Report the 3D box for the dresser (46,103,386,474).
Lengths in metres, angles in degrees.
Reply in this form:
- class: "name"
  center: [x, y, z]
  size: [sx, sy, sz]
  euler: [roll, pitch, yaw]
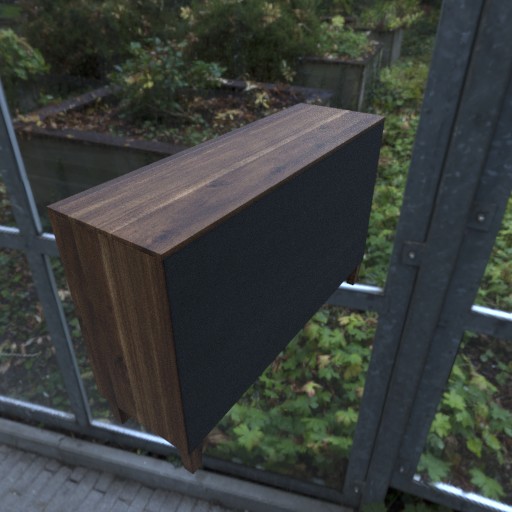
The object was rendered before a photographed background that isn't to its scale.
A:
- class: "dresser"
  center: [0.000, 0.000, 1.818]
  size: [0.438, 0.892, 1.387]
  euler: [20, 38, 29]
